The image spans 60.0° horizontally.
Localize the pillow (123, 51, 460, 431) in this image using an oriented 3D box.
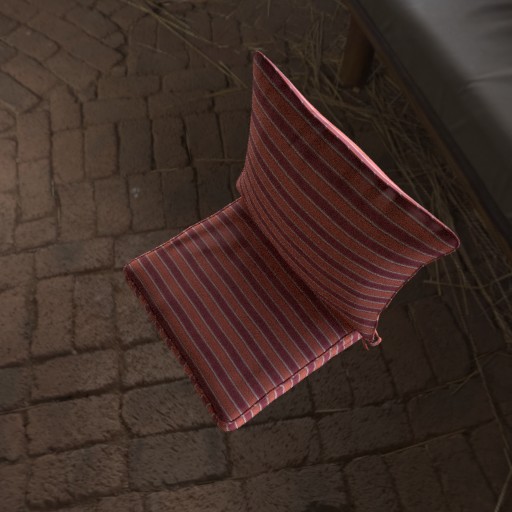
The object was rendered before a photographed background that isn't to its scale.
[{"bbox_3d":[0.000,0.000,1.369,0.733,0.723,0.799,-32,67,-16],"label":"pillow"}]
